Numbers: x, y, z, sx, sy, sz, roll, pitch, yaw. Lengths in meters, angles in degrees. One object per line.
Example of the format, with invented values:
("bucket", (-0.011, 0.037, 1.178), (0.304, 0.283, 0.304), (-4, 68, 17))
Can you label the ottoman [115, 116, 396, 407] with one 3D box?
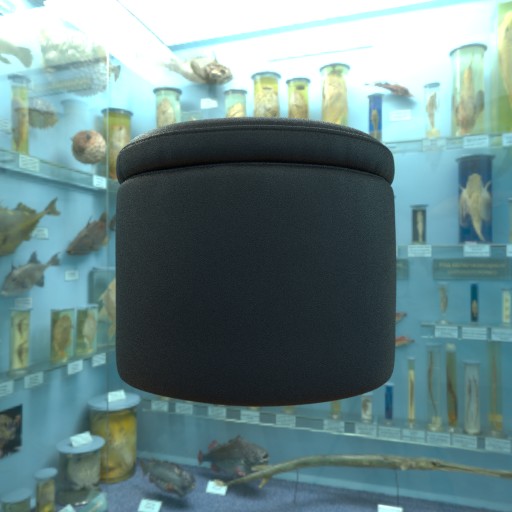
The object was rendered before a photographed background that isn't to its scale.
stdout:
("ottoman", (0.000, 0.000, 0.830), (0.501, 0.409, 0.501), (0, -1, 0))
